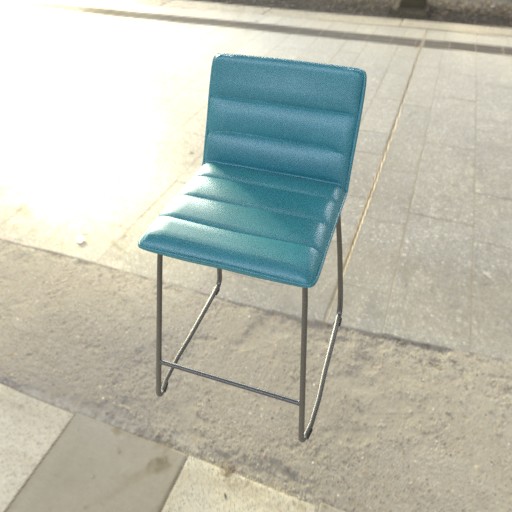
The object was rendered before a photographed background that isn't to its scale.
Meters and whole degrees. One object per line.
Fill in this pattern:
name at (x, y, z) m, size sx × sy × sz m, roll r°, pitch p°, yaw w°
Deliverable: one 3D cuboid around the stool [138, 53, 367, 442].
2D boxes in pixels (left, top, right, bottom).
stool at (0.000, 0.000, 1.184) m, size 0.489 × 0.866 × 0.524 m, roll 13°, pitch 43°, yaw 14°
